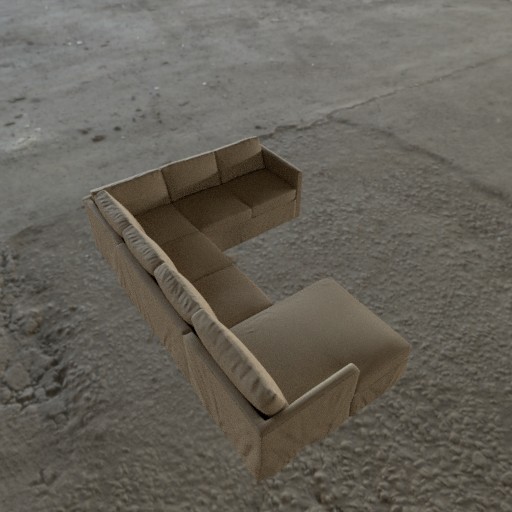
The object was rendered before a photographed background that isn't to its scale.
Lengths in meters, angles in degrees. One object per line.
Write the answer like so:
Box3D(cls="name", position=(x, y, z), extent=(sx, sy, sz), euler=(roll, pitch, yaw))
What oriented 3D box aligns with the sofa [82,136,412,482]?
Box3D(cls="sofa", position=(0.000, 0.000, 4.655), extent=(2.476, 0.878, 3.528), euler=(-25, 47, -26))
